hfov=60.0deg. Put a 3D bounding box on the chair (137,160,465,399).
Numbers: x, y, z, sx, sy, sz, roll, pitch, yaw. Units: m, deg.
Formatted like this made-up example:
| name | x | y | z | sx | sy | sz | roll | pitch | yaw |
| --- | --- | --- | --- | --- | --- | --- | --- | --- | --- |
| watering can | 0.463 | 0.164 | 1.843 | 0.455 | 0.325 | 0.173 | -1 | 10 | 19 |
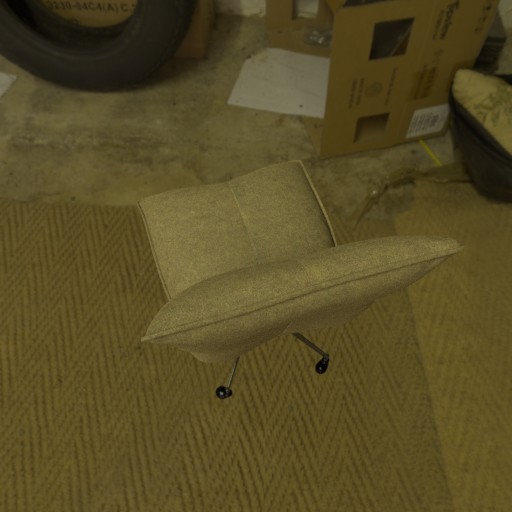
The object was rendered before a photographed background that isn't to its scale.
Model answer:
| name | x | y | z | sx | sy | sz | roll | pitch | yaw |
| --- | --- | --- | --- | --- | --- | --- | --- | --- | --- |
| chair | 0.000 | 0.000 | 1.255 | 0.597 | 0.811 | 0.696 | -15 | 59 | -9 |
